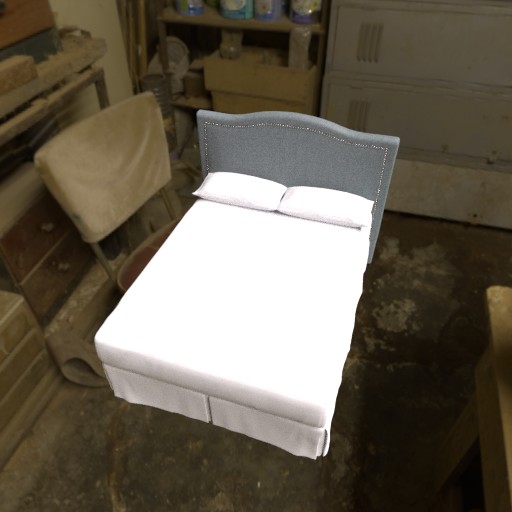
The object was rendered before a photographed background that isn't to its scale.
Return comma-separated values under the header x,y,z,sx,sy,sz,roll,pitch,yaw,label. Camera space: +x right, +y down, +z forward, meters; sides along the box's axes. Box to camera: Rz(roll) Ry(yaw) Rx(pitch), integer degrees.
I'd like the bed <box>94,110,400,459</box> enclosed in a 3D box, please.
x,y,z,sx,sy,sz,roll,pitch,yaw,label
0.000,0.000,3.423,1.753,1.460,2.143,12,43,14,bed
